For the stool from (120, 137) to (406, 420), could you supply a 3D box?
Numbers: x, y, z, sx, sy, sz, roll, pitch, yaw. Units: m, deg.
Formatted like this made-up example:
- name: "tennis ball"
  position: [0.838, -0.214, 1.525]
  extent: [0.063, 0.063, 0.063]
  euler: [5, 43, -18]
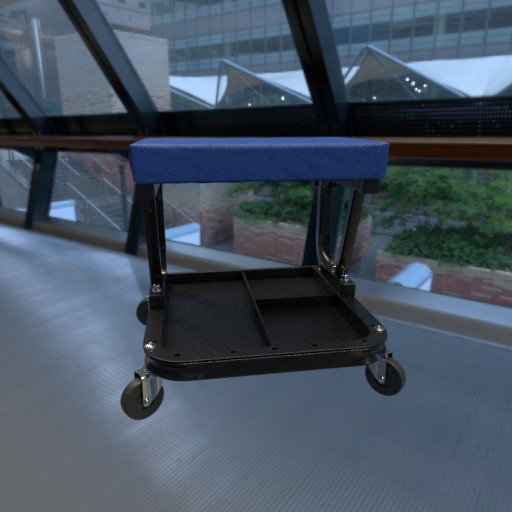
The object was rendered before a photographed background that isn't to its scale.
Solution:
- name: "stool"
  position: [0.000, 0.000, 0.747]
  extent: [0.446, 0.380, 0.371]
  euler: [-3, 17, -9]
